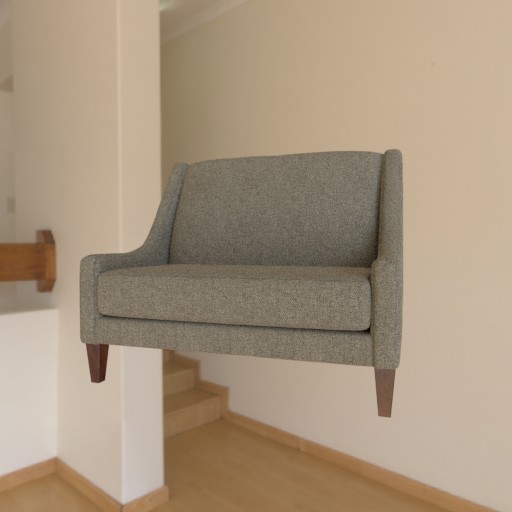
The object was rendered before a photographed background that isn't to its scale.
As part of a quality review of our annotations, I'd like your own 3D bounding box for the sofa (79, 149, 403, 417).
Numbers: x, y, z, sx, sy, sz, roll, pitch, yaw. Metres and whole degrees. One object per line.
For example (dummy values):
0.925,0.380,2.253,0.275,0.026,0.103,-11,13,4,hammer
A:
0.000,0.000,1.965,1.242,1.021,0.870,1,2,18,sofa
